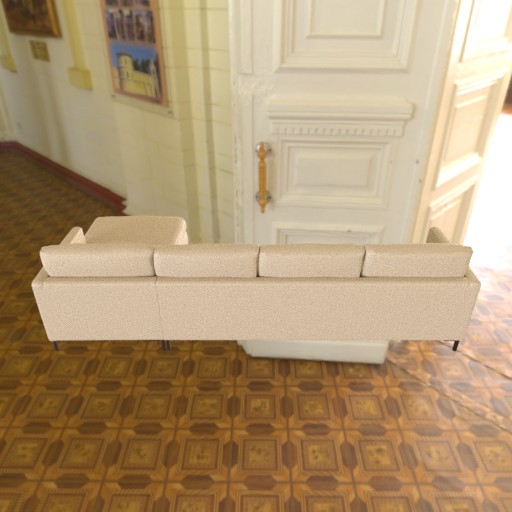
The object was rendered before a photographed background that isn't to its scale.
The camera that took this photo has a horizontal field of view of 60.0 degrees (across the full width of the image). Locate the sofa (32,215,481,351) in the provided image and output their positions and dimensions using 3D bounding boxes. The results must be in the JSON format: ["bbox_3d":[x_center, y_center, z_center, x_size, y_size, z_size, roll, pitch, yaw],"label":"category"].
[{"bbox_3d":[0.000,0.000,3.245,2.731,0.755,1.258,0,31,0],"label":"sofa"}]
